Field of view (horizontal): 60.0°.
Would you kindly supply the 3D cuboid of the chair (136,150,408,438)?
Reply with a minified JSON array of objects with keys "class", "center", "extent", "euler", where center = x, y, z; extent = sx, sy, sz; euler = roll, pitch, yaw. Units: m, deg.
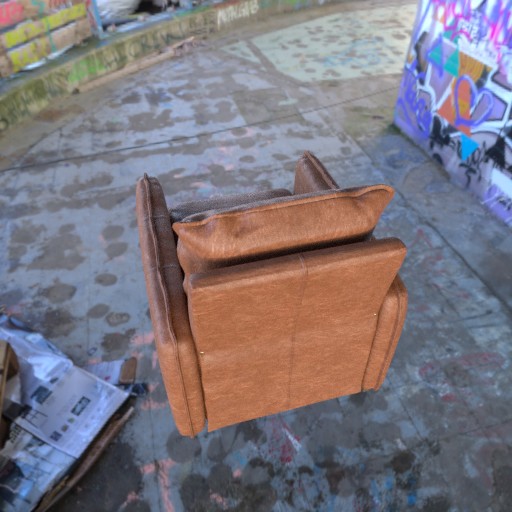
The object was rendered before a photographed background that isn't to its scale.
[{"class":"chair","center":[0.000,0.000,1.651],"extent":[0.830,0.922,0.922],"euler":[-10,43,-11]}]
